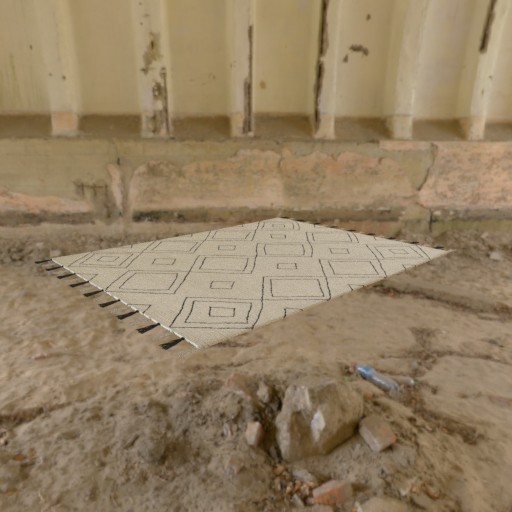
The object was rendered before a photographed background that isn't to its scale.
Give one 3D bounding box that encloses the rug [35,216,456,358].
[{"bbox_3d":[0.000,0.000,4.154,3.221,0.026,2.342,-14,21,-40],"label":"rug"}]
